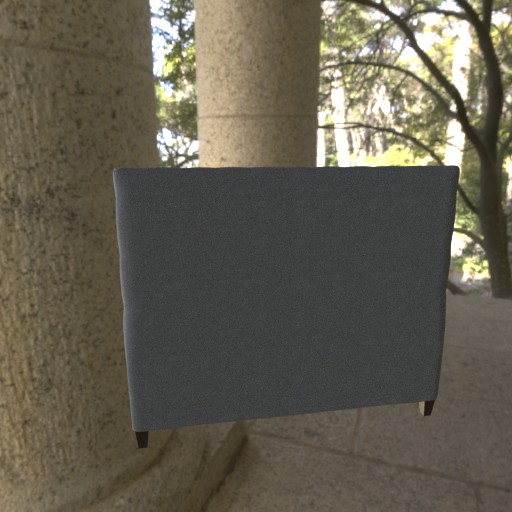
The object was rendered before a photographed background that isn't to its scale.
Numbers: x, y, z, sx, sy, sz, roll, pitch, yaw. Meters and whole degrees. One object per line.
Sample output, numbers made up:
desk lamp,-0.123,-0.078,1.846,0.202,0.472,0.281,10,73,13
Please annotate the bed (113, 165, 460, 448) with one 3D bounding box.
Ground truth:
bed,0.000,0.000,3.329,1.698,1.411,2.335,-2,14,-10
